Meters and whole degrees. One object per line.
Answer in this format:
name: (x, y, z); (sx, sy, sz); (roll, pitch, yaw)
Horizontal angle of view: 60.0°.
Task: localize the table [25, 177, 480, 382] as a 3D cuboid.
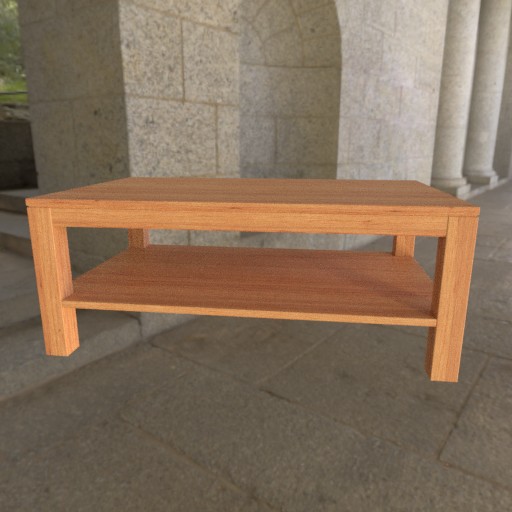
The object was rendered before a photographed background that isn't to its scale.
table: (0.000, 0.000, 1.496); (1.146, 0.457, 0.695); (2, 15, 7)
